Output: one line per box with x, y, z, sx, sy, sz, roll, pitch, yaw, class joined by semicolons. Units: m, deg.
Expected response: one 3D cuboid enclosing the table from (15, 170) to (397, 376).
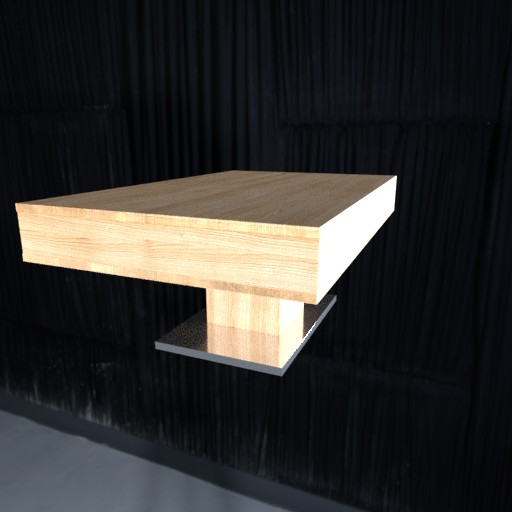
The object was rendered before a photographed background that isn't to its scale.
0.000;0.000;1.401;0.700;0.440;1.100;6;16;22;table
